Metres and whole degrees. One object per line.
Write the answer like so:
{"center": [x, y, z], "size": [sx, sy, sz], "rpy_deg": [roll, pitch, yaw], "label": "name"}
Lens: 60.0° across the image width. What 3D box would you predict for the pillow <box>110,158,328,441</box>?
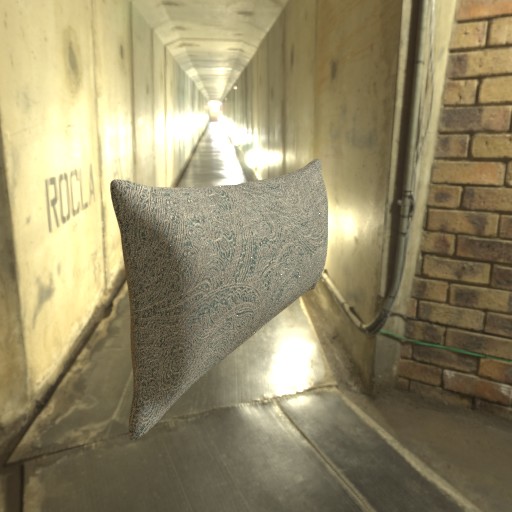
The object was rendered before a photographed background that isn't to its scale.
{"center": [0.000, 0.000, 0.729], "size": [0.151, 0.295, 0.615], "rpy_deg": [7, 16, 26], "label": "pillow"}
